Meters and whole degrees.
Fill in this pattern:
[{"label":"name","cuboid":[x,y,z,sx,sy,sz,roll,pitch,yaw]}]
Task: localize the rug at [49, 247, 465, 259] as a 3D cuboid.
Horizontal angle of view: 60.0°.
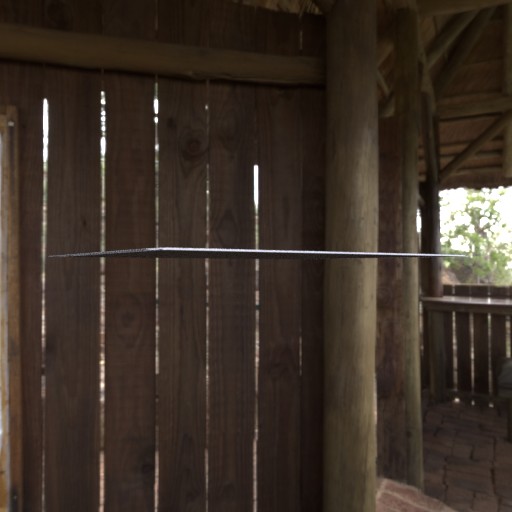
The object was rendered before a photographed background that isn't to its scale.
[{"label":"rug","cuboid":[0.000,0.000,3.862,2.910,0.013,2.256,1,-1,-36]}]
